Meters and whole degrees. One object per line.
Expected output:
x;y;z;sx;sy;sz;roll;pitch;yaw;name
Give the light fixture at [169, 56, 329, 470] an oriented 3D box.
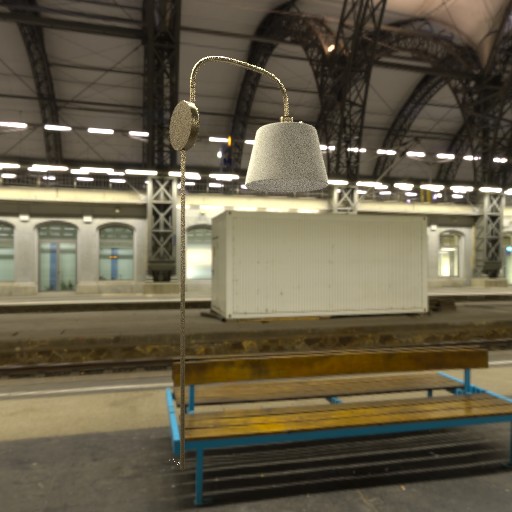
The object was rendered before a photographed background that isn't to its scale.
0.000;0.000;0.465;0.176;0.399;0.092;0;-1;-36;light fixture
